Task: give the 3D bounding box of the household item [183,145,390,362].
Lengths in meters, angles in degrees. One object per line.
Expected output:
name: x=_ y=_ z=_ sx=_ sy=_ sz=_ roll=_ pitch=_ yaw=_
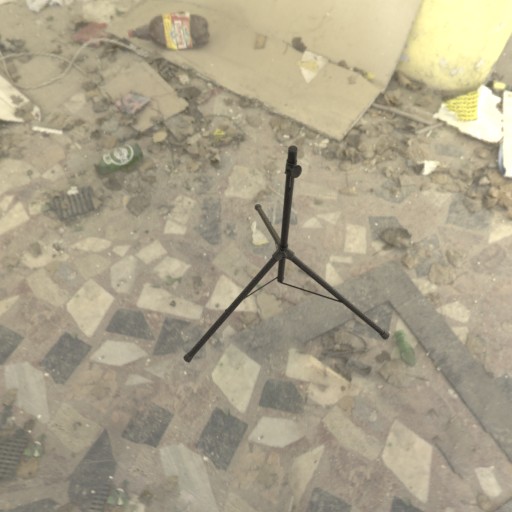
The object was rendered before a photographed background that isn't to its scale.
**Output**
household item: x=0.000 y=0.000 z=2.796 sx=1.339 sy=1.595 sz=1.596 roll=-33 pitch=64 yaw=-19
